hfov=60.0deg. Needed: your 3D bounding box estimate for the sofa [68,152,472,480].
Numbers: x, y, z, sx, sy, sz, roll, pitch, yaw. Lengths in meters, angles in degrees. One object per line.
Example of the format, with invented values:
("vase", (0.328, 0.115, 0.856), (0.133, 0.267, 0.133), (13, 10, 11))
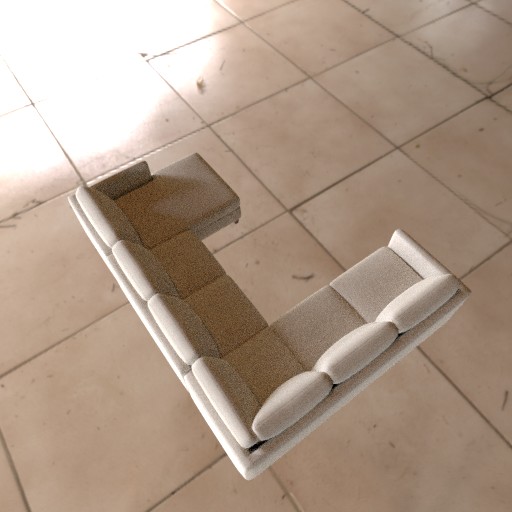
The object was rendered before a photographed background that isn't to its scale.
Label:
("sofa", (0.000, 0.000, 4.512), (2.551, 0.853, 3.238), (-32, 63, -19))
